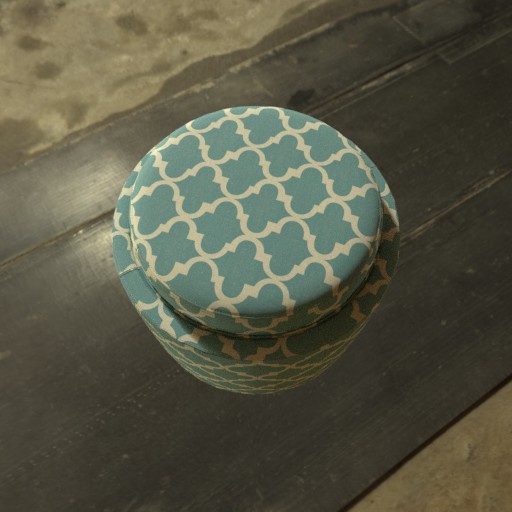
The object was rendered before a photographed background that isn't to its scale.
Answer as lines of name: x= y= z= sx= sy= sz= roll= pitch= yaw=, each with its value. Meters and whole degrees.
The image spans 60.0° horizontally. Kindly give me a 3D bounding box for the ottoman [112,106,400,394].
ottoman: x=0.000 y=0.000 z=0.857 sx=0.480 sy=0.429 sz=0.480 roll=0 pitch=64 yaw=0
